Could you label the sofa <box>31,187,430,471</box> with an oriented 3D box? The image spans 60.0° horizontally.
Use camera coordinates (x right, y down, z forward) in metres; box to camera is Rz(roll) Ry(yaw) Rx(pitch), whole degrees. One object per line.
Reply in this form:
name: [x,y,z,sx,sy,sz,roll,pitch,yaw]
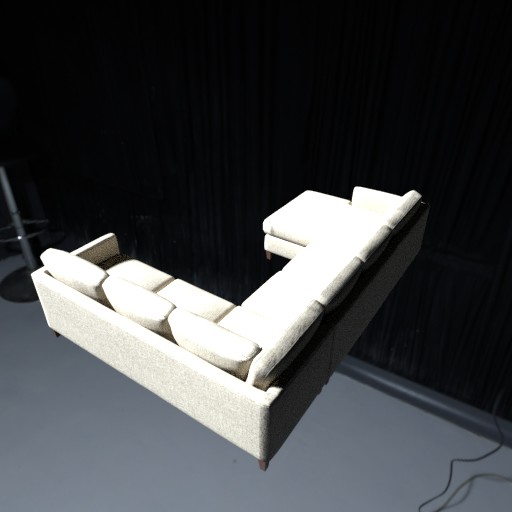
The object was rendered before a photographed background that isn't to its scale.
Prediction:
sofa: [0.000,0.000,4.667,2.593,0.959,3.460,20,38,28]
